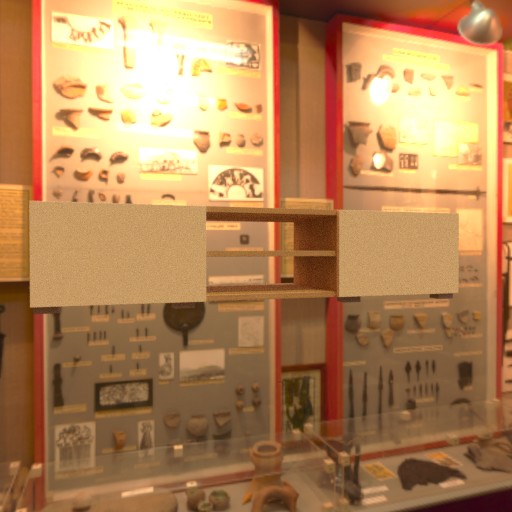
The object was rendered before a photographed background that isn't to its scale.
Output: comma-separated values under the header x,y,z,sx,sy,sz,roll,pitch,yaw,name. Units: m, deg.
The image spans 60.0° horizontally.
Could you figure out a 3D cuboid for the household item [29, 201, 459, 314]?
x,y,z,sx,sy,sz,roll,pitch,yaw,name
0.000,0.000,1.594,1.400,0.310,0.420,0,1,-17,household item
